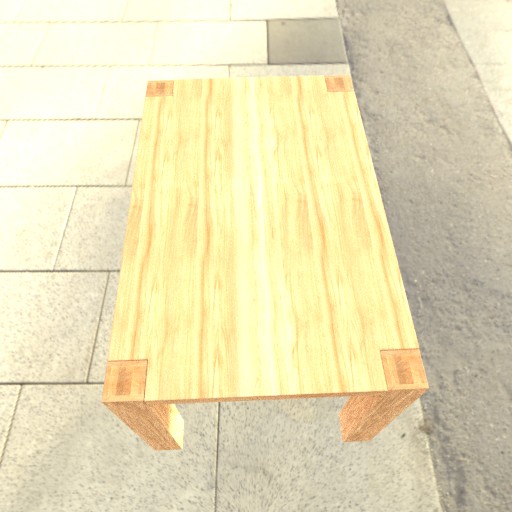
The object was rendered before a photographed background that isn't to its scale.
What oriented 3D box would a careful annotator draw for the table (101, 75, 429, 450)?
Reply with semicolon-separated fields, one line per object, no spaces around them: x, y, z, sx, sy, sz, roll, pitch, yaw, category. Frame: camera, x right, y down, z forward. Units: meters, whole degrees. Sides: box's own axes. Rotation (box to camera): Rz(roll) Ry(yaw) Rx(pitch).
0.000;0.000;1.909;0.900;0.760;1.400;-2;57;-1;table
